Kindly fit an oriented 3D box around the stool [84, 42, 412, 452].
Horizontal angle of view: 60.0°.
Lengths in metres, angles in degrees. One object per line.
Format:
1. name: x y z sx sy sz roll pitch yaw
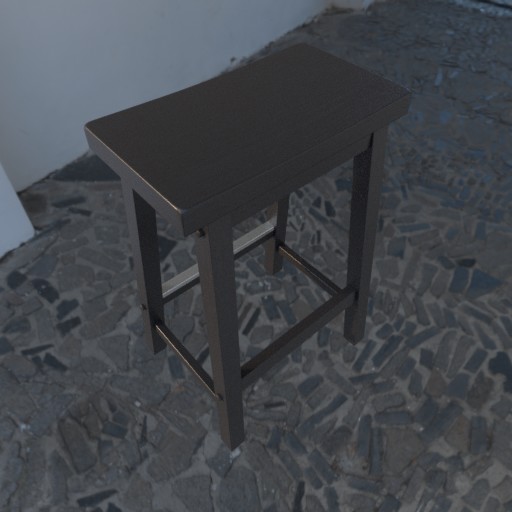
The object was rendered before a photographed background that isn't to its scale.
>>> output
1. stool: 0.000 0.000 0.834 0.406 0.610 0.322 -32 55 -26
